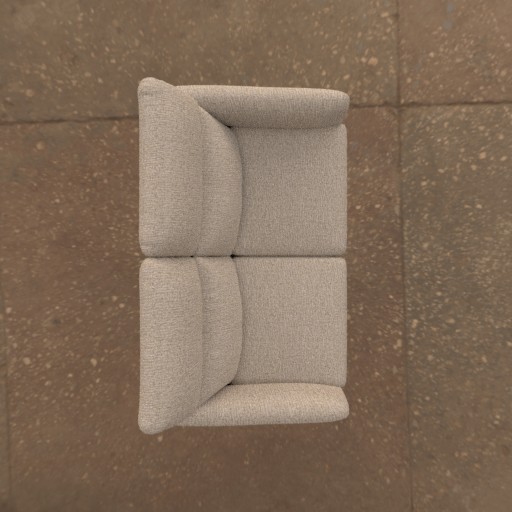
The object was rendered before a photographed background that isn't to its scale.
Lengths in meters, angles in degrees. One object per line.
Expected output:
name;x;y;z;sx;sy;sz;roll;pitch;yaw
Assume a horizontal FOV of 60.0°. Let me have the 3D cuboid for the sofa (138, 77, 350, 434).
sofa;0.000;0.000;2.101;0.905;0.950;1.540;0;90;0
